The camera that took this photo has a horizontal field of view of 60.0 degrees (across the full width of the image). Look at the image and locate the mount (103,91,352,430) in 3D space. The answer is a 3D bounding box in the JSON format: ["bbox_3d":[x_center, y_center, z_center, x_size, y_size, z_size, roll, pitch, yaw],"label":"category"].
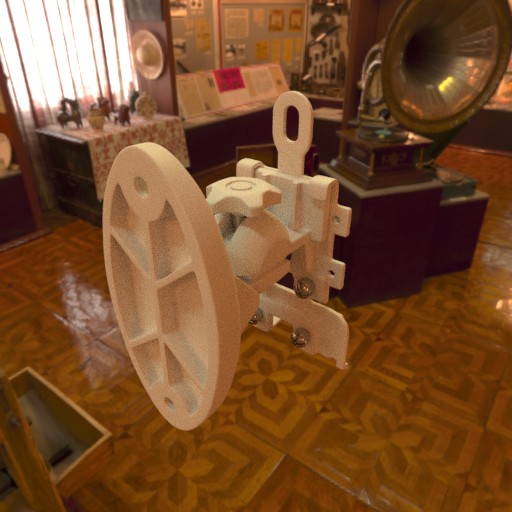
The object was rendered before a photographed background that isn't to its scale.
[{"bbox_3d":[0.000,0.000,0.175,0.066,0.118,0.100,21,35,33],"label":"mount"}]
